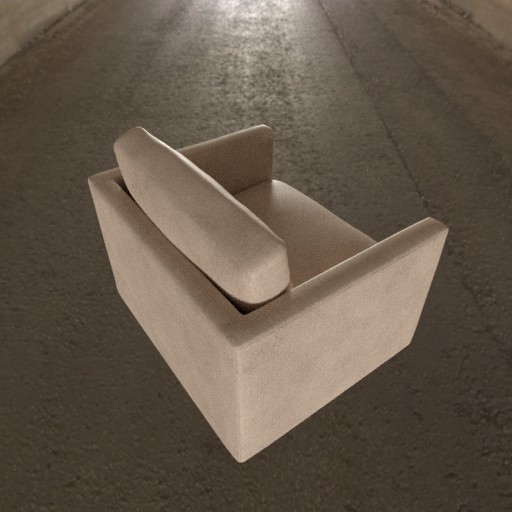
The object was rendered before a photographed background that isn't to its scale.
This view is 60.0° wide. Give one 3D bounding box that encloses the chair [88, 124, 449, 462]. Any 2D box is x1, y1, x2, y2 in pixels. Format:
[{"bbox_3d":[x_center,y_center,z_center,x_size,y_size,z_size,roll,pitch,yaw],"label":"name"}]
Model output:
[{"bbox_3d":[0.000,0.000,1.869,0.959,0.961,1.133,-25,46,-27],"label":"chair"}]
